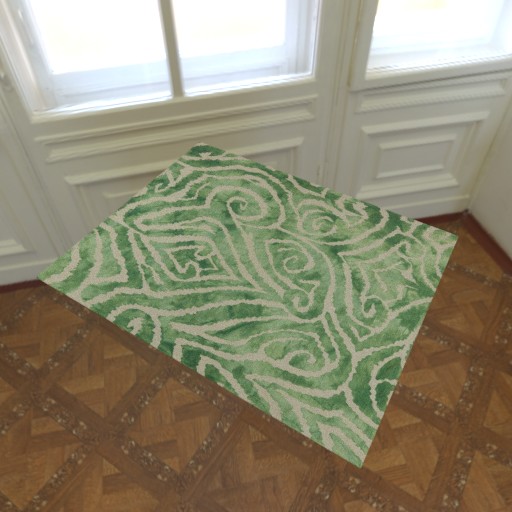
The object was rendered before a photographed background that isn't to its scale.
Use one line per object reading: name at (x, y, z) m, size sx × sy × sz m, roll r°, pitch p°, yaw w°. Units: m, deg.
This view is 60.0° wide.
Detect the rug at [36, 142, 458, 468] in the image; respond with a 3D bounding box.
rug at (0.000, 0.000, 4.063) m, size 3.045 × 0.007 × 2.436 m, roll 24°, pitch 52°, yaw 20°
